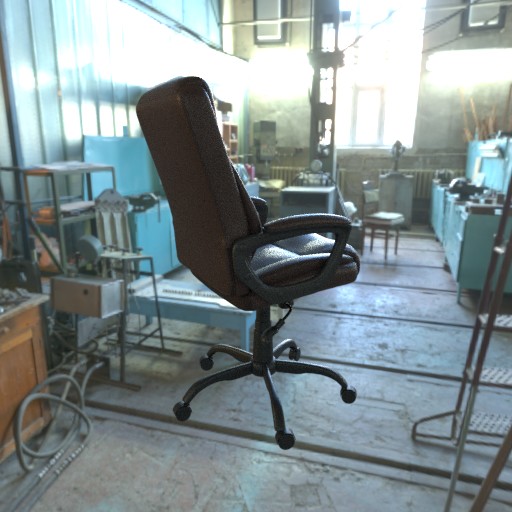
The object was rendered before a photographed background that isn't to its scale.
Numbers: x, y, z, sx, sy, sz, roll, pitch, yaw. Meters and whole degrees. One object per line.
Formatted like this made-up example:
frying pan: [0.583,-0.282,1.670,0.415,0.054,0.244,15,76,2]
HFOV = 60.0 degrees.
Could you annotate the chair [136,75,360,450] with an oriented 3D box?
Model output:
chair: [0.000,0.000,1.499,0.655,1.072,0.615,-7,16,-27]
